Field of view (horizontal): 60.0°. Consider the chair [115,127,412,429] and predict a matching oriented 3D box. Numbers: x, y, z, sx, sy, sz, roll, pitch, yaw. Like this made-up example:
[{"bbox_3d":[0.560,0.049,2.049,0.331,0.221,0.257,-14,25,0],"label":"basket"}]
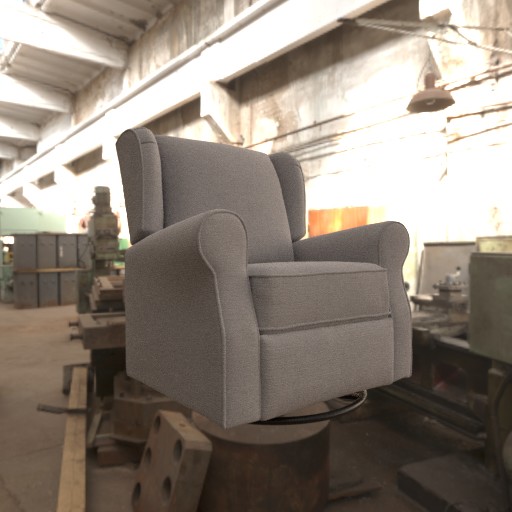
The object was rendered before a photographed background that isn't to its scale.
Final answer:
[{"bbox_3d":[0.000,0.000,1.667,0.906,0.966,0.854,0,1,-37],"label":"chair"}]
